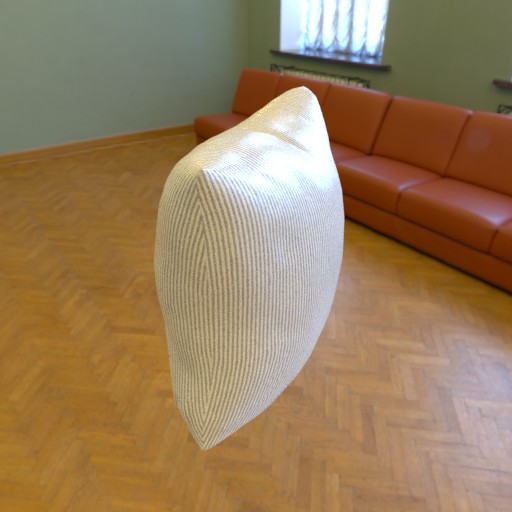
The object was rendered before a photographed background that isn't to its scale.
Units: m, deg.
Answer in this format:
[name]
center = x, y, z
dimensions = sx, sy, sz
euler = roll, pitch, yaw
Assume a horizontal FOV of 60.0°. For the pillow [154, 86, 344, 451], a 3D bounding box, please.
[pillow]
center = 0.000, 0.000, 0.684
dimensions = 0.387, 0.432, 0.310
euler = -21, 36, -32
